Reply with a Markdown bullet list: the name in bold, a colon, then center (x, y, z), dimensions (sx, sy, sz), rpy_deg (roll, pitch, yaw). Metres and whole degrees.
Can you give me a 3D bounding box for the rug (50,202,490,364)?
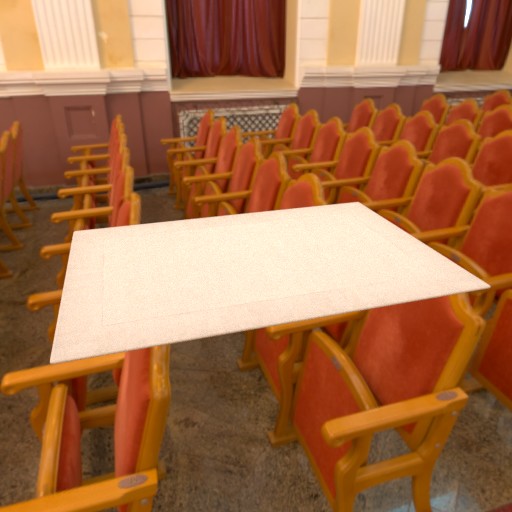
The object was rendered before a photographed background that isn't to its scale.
- **rug**: center (0.000, 0.000, 2.267), dimensions (1.829, 0.013, 1.219), rpy_deg (-7, 27, -15)
